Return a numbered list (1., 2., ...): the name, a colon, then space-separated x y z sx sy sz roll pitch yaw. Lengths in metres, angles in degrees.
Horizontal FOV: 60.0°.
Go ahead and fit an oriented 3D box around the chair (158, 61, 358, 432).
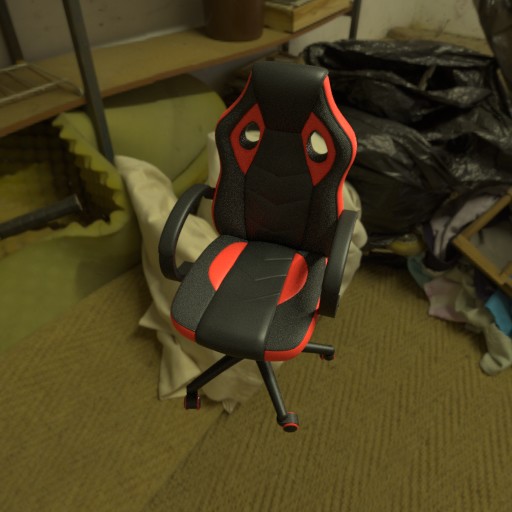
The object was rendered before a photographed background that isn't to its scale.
1. chair: 0.000 0.000 1.409 0.600 1.016 0.642 12 43 13
